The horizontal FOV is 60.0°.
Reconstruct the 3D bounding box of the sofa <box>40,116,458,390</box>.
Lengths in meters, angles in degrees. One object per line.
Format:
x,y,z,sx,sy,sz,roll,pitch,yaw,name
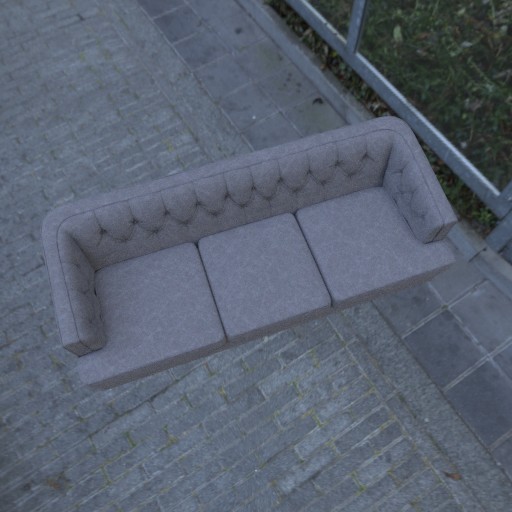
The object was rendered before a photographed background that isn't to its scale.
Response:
0.000,0.000,2.692,2.247,0.806,0.917,-17,65,-8,sofa
